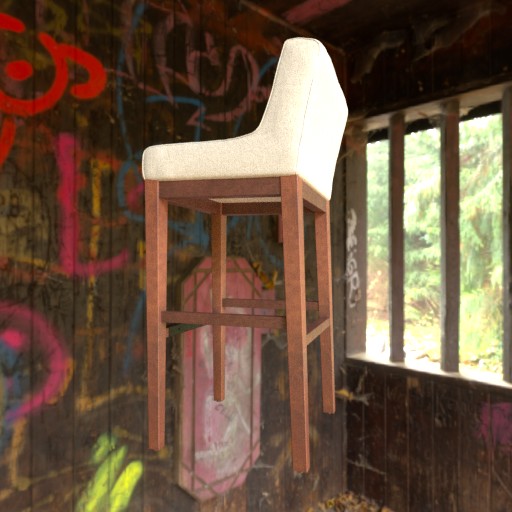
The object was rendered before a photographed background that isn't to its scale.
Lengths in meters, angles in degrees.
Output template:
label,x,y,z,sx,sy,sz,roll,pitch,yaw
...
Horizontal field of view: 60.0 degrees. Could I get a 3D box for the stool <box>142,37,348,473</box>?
label,x,y,z,sx,sy,sz,roll,pitch,yaw
stool,0.000,0.000,1.333,0.500,1.037,0.511,0,-1,18
